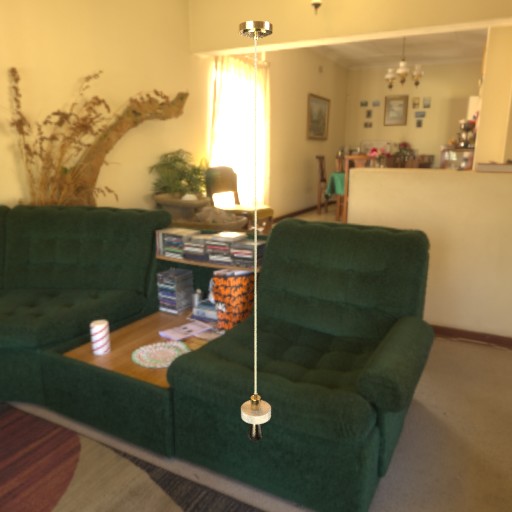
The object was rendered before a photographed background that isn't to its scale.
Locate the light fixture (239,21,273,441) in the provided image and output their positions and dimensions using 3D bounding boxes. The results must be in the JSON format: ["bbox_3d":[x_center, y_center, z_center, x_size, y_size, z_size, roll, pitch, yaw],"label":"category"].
[{"bbox_3d":[0.000,0.000,1.759,0.129,1.669,0.129,3,14,10],"label":"light fixture"}]
